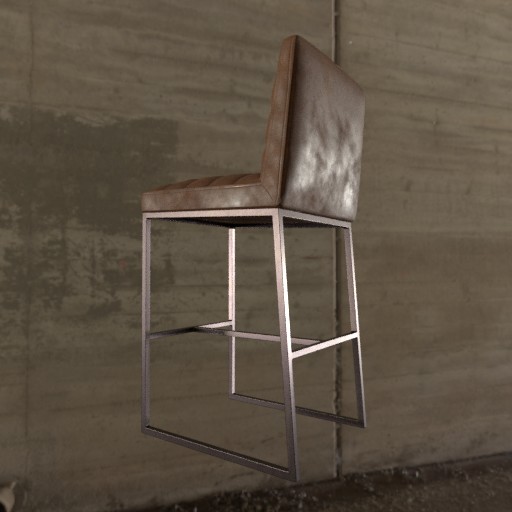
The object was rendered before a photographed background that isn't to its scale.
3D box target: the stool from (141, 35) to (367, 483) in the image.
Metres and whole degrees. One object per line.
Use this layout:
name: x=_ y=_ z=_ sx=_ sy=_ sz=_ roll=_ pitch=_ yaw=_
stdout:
stool: x=0.000 y=0.000 z=1.370 sx=0.562 sy=1.065 sz=0.463 roll=-1 pitch=-2 yaw=35
